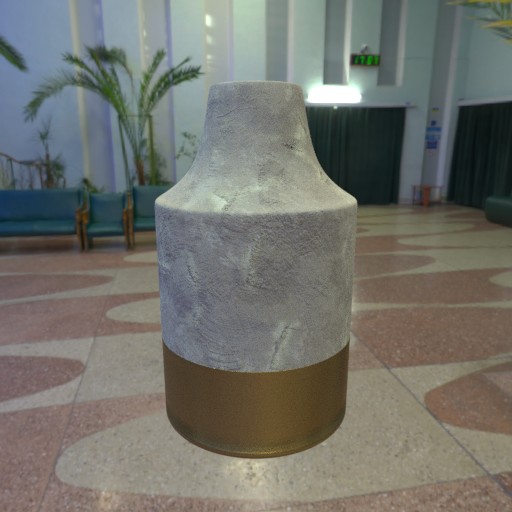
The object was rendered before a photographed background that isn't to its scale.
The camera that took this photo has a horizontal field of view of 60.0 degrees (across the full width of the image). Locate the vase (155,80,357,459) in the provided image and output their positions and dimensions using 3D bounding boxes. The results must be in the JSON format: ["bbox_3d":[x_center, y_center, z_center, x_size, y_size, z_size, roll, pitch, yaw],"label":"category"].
[{"bbox_3d":[0.000,0.000,0.423,0.184,0.305,0.184,0,15,0],"label":"vase"}]
